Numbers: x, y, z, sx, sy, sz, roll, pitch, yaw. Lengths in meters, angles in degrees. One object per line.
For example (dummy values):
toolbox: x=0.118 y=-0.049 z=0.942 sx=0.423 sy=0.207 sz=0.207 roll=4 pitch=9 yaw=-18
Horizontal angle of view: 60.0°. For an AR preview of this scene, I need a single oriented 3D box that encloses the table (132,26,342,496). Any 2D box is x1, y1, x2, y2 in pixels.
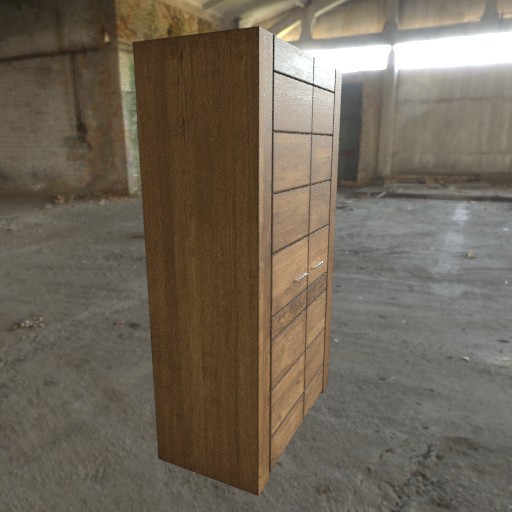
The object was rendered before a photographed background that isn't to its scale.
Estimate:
table: x=0.000 y=0.000 z=2.421 sx=0.600 sy=2.000 sz=1.100 roll=7 pitch=16 yaw=25
